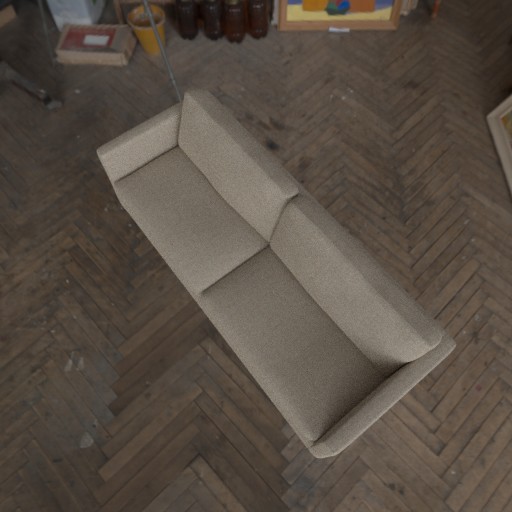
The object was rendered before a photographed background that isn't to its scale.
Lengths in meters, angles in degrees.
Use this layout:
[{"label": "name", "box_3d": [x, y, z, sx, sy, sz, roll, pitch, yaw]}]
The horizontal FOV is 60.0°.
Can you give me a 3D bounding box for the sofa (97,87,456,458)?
[{"label": "sofa", "box_3d": [0.000, 0.000, 2.954, 0.951, 0.965, 2.434, -35, 69, -15]}]
